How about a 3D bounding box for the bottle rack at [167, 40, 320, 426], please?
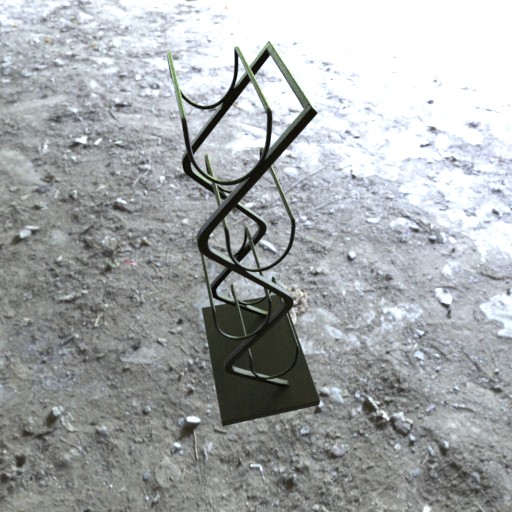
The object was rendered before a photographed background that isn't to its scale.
[{"bbox_3d":[0.000,0.000,0.672,0.178,0.559,0.254,-9,47,-9],"label":"bottle rack"}]
